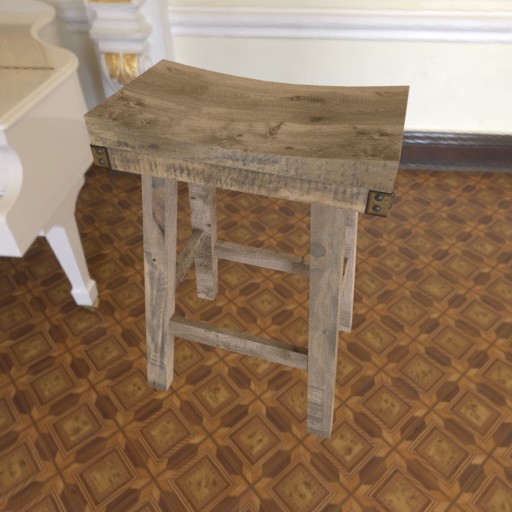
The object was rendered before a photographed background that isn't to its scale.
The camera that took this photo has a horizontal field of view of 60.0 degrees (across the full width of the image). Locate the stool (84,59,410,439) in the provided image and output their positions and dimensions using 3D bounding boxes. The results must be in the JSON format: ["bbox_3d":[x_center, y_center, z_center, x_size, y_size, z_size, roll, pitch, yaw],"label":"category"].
[{"bbox_3d":[0.000,0.000,0.883,0.450,0.635,0.330,12,43,13],"label":"stool"}]
